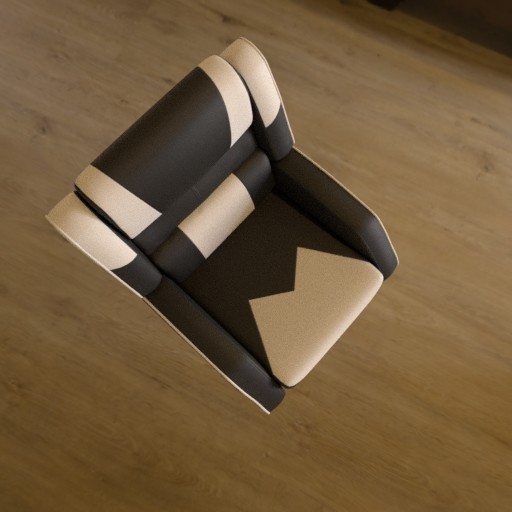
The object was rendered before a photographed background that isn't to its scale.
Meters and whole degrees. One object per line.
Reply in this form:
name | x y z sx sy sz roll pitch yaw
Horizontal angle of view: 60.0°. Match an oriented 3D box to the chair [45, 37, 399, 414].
chair | 0.000 0.000 1.280 0.672 0.805 0.620 42 80 9
